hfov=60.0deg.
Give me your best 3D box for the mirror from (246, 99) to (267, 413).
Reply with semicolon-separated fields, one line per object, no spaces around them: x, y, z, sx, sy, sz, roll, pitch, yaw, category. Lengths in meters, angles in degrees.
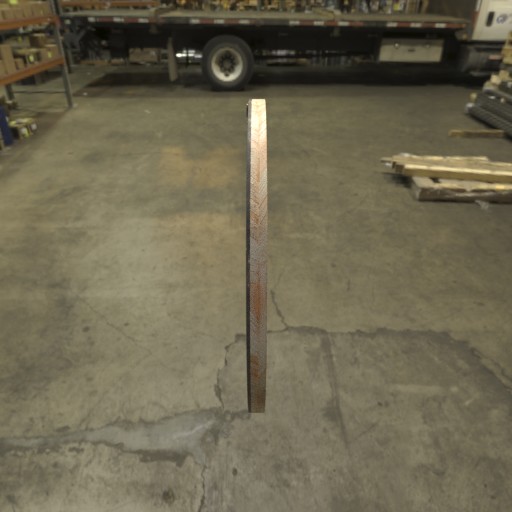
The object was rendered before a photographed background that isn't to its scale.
0.000;0.000;1.066;0.038;0.710;0.710;0;31;0;mirror
